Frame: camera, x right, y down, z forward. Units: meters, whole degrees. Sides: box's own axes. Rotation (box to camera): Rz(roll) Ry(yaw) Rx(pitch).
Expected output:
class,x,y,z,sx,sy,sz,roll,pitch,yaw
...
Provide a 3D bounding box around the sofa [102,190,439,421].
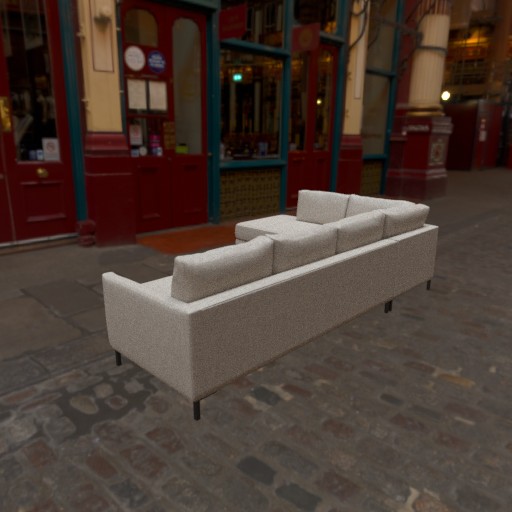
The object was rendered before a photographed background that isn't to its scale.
class,x,y,z,sx,sy,sz,roll,pitch,yaw
sofa,0.000,0.000,3.153,1.617,0.703,2.423,15,21,43
